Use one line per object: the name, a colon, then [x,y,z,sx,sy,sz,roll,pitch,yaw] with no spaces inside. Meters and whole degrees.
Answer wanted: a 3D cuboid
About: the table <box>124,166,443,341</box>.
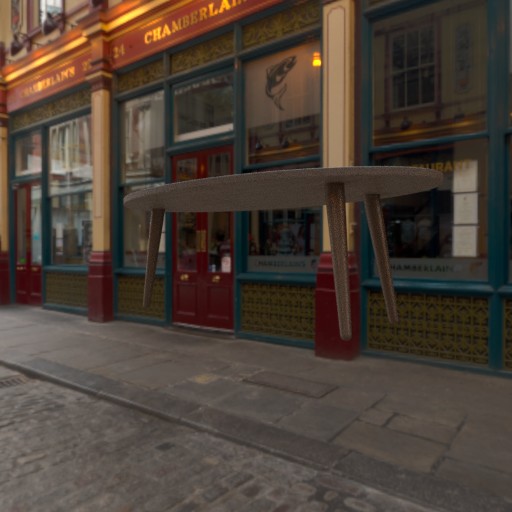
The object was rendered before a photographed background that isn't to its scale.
table: [0.000,0.000,1.361,1.083,0.390,0.542,0,0,37]
